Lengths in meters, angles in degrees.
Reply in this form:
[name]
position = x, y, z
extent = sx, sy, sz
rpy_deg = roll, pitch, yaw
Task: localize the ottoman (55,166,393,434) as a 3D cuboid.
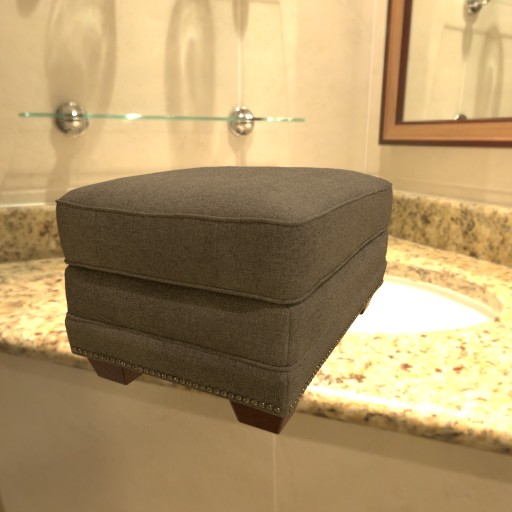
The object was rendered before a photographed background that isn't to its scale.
[ottoman]
position = 0.000, 0.000, 1.158
extent = 0.561, 0.457, 0.813
rpy_deg = 8, 17, 26
